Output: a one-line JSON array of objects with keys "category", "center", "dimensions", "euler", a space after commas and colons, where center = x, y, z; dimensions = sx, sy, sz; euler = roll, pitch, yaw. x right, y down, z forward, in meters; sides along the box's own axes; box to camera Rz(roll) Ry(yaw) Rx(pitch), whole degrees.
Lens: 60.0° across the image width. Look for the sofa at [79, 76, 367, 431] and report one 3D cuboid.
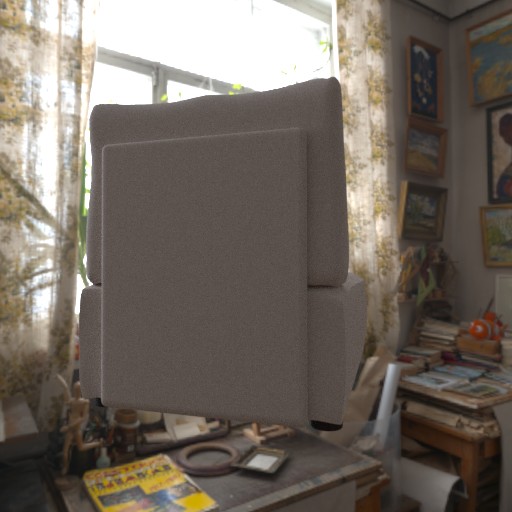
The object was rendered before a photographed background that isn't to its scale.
[{"category": "sofa", "center": [0.000, 0.000, 1.536], "dimensions": [0.700, 0.820, 1.000], "euler": [0, -1, 17]}]
